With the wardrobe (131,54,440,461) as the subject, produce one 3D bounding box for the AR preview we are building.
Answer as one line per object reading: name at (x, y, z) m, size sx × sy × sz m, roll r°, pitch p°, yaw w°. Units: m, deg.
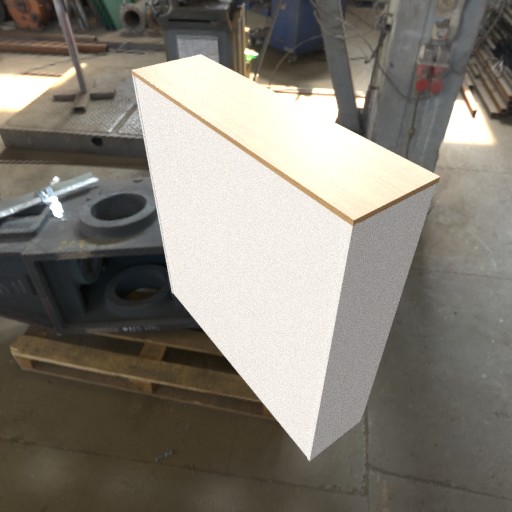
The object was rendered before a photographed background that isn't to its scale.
wardrobe at (0.000, 0.000, 3.348) m, size 0.590 × 2.260 × 2.160 m, roll -26°, pitch 48°, yaw -26°
